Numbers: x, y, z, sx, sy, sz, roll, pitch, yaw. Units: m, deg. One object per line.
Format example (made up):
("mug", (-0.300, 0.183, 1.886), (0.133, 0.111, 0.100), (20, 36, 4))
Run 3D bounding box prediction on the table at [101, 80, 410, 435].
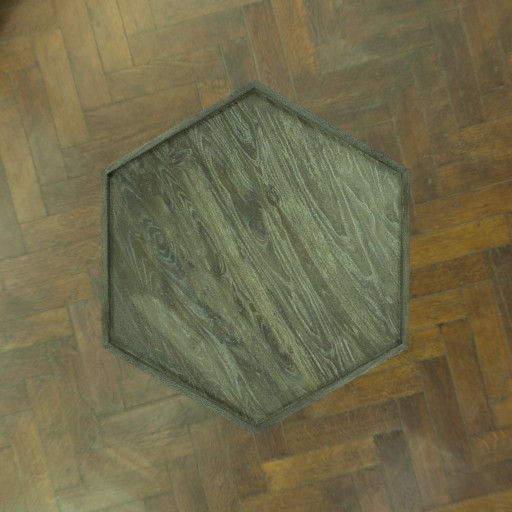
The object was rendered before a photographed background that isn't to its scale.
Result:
("table", (0.000, 0.000, 1.144), (0.592, 0.586, 0.683), (0, 91, 0))
